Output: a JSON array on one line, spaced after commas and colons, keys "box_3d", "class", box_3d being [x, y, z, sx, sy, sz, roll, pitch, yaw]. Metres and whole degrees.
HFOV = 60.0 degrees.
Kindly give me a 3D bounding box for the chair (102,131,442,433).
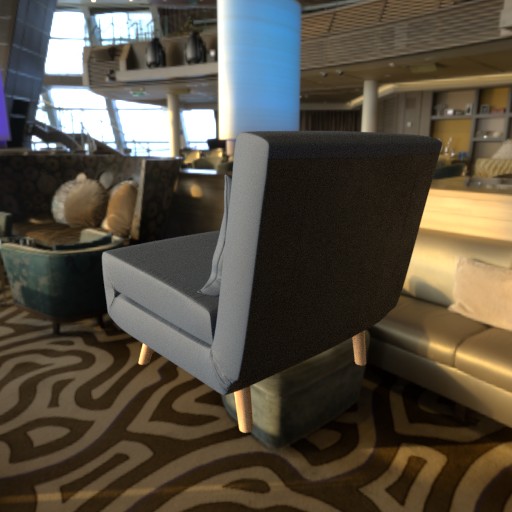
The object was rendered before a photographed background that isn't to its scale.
[{"box_3d": [0.000, 0.000, 1.515, 0.770, 0.808, 0.900, -13, 19, -41], "class": "chair"}]
